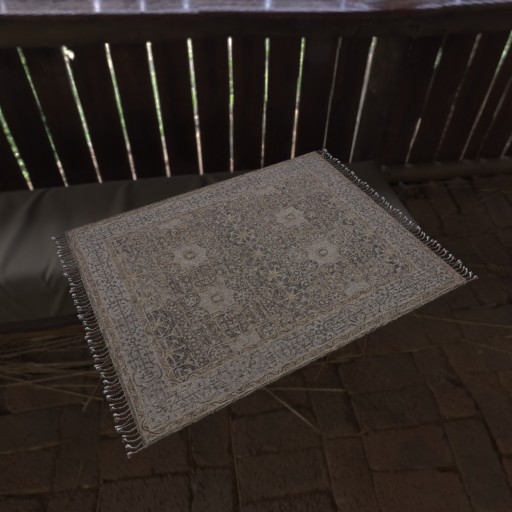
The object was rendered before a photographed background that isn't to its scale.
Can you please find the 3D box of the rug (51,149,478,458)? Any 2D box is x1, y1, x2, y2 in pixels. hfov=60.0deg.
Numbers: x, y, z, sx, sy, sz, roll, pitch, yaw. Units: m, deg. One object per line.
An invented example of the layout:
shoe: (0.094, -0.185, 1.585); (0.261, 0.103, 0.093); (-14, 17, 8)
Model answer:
rug: (0.000, 0.000, 4.197); (3.291, 0.017, 2.431); (-22, 50, -20)
